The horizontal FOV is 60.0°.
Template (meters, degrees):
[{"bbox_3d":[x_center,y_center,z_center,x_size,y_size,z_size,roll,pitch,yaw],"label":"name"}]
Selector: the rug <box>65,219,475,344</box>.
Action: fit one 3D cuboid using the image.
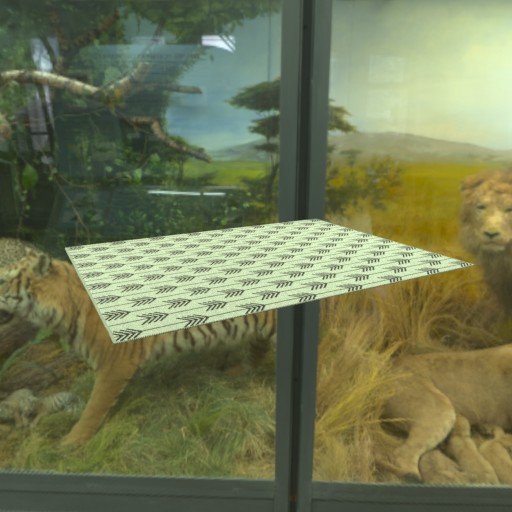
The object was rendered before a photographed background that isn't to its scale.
[{"bbox_3d":[0.000,0.000,4.121,3.061,0.010,2.330,-9,18,-27],"label":"rug"}]
